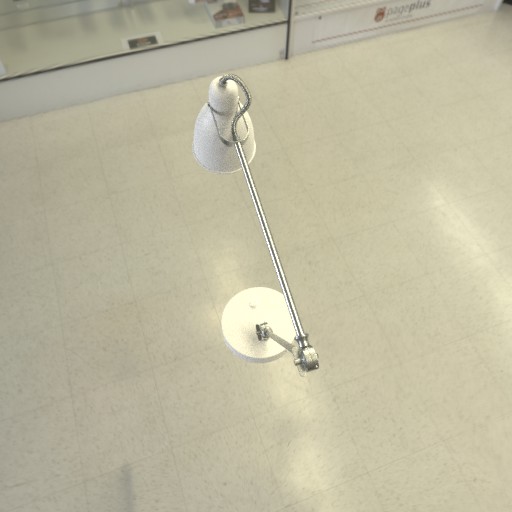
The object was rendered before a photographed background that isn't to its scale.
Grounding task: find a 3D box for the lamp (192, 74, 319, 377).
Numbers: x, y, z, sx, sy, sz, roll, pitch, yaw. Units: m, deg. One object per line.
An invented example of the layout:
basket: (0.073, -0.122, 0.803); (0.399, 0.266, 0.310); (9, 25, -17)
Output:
lamp: (0.000, 0.000, 0.876); (0.187, 0.587, 0.561); (-15, 59, -9)
